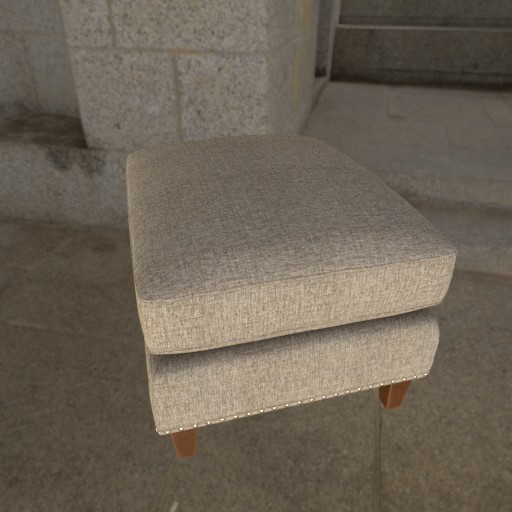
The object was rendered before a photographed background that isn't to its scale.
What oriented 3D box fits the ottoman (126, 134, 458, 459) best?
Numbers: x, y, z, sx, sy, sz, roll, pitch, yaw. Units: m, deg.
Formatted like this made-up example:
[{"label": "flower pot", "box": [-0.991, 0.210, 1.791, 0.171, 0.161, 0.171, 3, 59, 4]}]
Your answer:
[{"label": "ottoman", "box": [0.000, 0.000, 1.120, 0.584, 0.513, 0.741, -8, 32, -13]}]
